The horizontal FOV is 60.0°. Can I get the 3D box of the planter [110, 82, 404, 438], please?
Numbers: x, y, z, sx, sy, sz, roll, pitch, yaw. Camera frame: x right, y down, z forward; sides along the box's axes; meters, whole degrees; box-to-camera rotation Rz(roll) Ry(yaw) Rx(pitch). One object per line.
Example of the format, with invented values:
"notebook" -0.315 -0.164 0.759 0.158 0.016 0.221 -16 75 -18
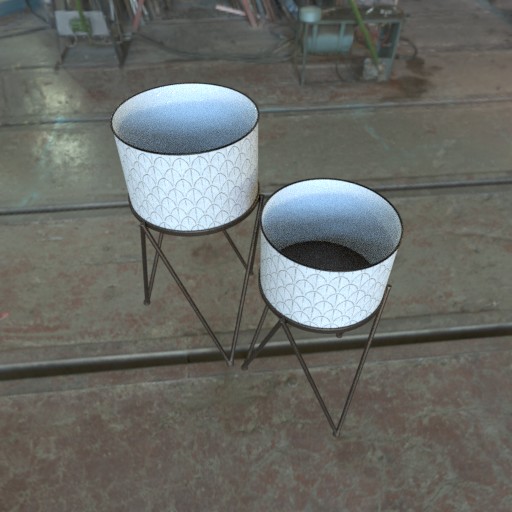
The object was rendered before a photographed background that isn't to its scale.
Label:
"planter" 0.000 0.000 1.179 0.769 0.712 0.413 30 52 26
